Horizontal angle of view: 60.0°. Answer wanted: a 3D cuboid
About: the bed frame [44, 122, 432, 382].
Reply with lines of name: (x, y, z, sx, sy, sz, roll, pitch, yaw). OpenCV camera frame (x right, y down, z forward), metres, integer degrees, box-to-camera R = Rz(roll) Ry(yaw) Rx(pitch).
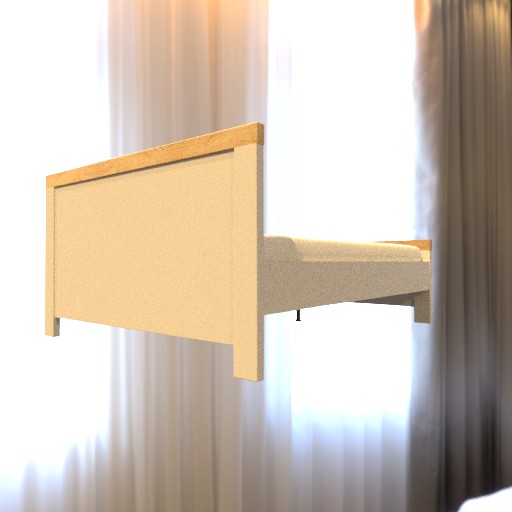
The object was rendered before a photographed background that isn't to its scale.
bed frame: (0.000, 0.000, 2.983, 1.670, 0.980, 2.050, -1, -1, 39)
